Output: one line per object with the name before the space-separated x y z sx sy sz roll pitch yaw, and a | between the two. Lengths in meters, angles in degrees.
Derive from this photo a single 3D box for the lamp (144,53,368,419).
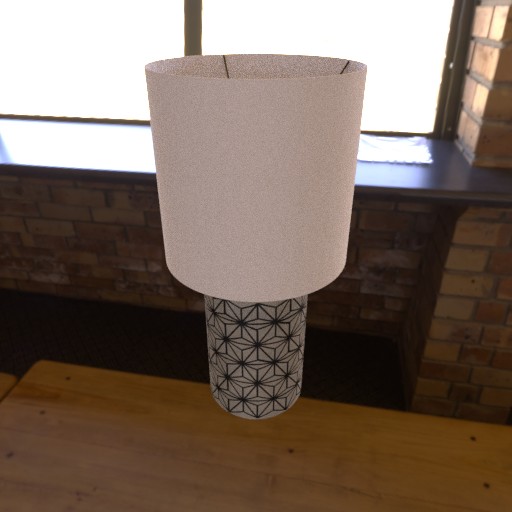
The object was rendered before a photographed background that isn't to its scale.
lamp | 0.000 0.000 0.519 0.206 0.416 0.206 -10 31 -18
